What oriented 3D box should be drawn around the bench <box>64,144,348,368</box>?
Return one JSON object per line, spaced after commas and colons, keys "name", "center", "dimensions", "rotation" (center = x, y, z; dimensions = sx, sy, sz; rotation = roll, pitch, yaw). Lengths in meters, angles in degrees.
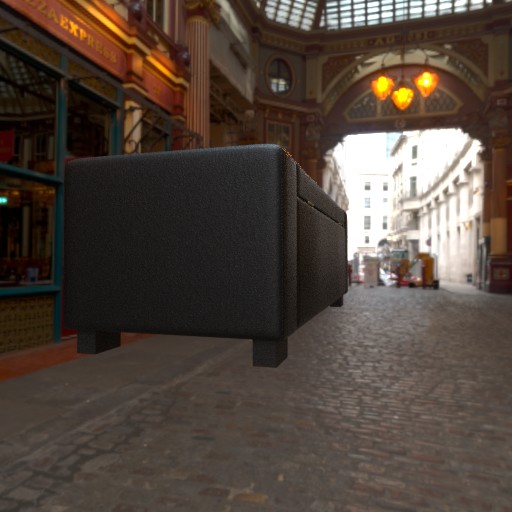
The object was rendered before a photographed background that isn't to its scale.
{"name": "bench", "center": [0.000, 0.000, 1.521], "dimensions": [0.508, 0.445, 1.296], "rotation": [0, 0, 17]}
